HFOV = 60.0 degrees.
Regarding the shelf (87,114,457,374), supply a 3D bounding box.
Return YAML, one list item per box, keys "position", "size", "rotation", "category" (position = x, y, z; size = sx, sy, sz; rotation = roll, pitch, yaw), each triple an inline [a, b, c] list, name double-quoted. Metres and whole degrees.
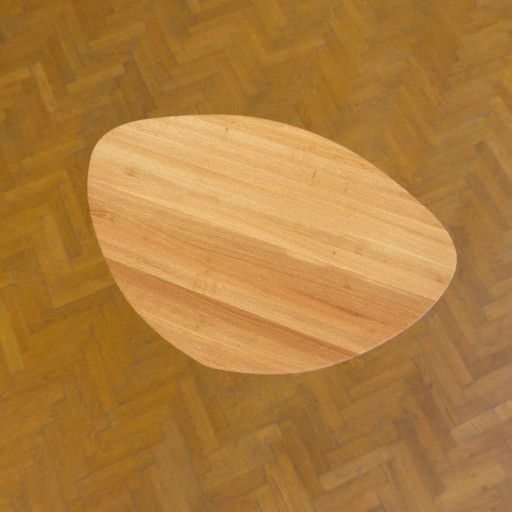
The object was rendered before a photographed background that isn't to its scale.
- position: [0.000, 0.000, 1.627]
  size: [1.246, 0.440, 0.845]
  rotation: [19, 76, 5]
  category: "shelf"
